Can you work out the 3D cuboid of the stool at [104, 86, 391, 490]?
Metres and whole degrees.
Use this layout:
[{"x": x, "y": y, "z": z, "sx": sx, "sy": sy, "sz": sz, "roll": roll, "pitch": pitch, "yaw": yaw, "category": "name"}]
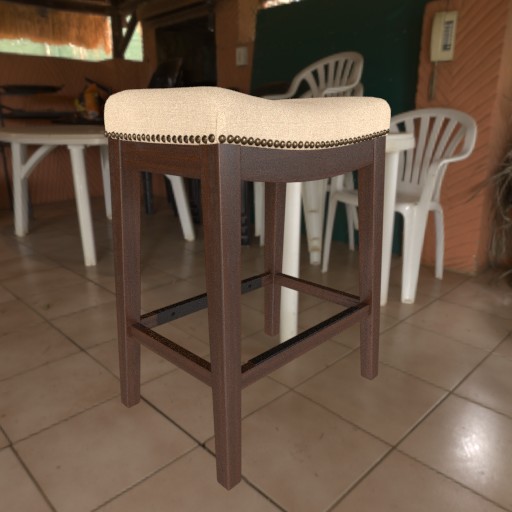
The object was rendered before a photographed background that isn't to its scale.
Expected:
[{"x": 0.000, "y": 0.000, "z": 0.965, "sx": 0.363, "sy": 0.669, "sz": 0.509, "roll": 16, "pitch": 23, "yaw": 42, "category": "stool"}]
